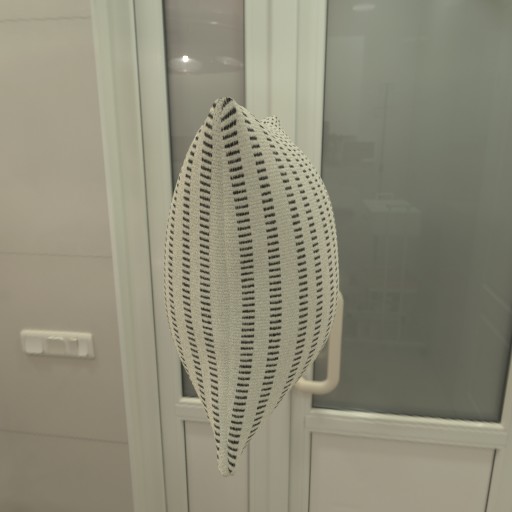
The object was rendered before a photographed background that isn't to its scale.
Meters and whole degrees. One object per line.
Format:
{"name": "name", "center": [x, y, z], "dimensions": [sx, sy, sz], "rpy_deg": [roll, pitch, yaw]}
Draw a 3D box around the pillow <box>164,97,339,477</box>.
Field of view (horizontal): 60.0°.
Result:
{"name": "pillow", "center": [0.000, 0.000, 0.663], "dimensions": [0.247, 0.419, 0.438], "rpy_deg": [2, 15, 8]}
